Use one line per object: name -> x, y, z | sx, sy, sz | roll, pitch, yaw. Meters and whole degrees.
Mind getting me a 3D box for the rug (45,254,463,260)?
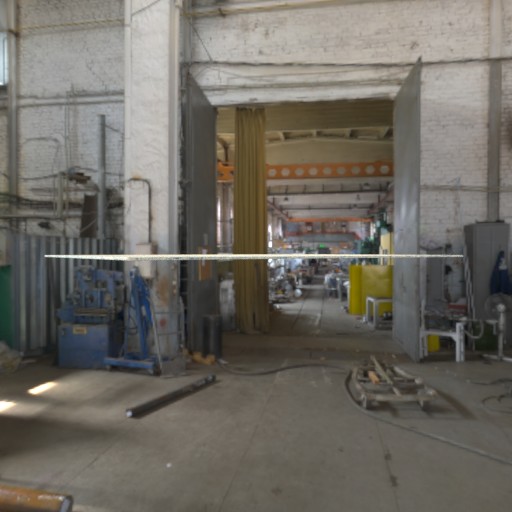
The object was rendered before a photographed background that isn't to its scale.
rug -> 0.000, 0.000, 2.334 | 1.820, 0.009, 1.260 | 0, 1, -36
